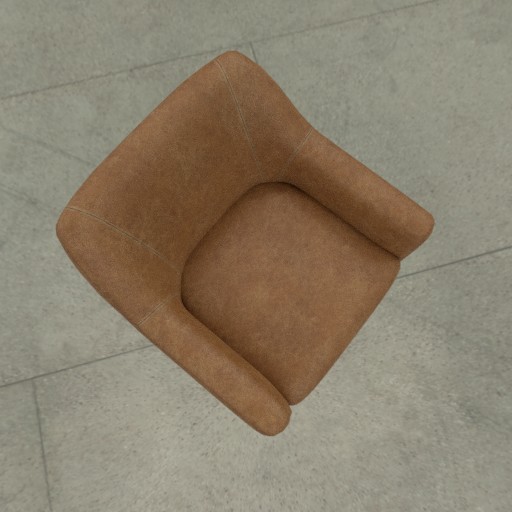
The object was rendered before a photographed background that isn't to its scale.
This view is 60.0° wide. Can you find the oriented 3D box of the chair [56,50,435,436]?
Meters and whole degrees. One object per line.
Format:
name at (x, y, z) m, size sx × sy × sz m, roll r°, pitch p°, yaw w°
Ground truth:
chair at (0.000, 0.000, 1.829) m, size 1.034 × 0.980 × 1.037 m, roll 38°, pitch 78°, yaw 10°
